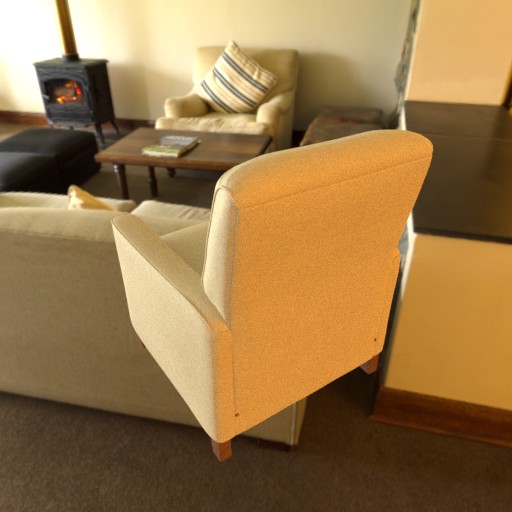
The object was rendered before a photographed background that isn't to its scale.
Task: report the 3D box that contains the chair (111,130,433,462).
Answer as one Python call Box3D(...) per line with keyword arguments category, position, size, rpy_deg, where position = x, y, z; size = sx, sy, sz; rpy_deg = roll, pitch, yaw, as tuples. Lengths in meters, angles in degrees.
Box3D(category="chair", position=(0.000, 0.000, 1.639), size=(0.841, 1.023, 0.858), rpy_deg=(-20, 36, -29))
